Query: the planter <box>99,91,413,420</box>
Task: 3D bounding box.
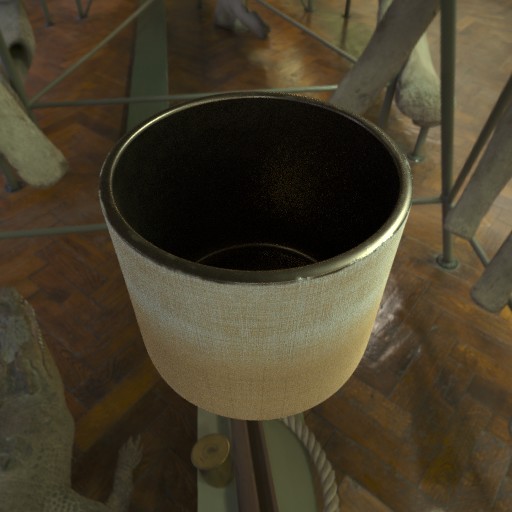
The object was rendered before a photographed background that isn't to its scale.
[{"bbox_3d":[0.000,0.000,0.439,0.254,0.221,0.254,0,47,0],"label":"planter"}]
